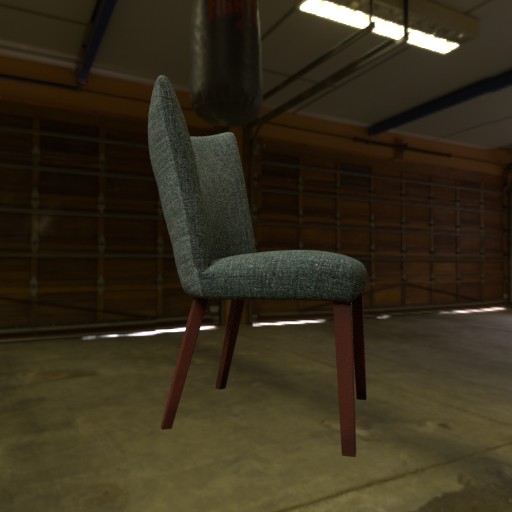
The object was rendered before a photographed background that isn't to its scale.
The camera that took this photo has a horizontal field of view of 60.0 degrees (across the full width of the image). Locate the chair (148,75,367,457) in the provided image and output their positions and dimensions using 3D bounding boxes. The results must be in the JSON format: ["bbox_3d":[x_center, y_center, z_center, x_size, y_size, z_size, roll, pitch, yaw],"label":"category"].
[{"bbox_3d":[0.000,0.000,1.326,0.623,0.924,0.535,0,-1,17],"label":"chair"}]
